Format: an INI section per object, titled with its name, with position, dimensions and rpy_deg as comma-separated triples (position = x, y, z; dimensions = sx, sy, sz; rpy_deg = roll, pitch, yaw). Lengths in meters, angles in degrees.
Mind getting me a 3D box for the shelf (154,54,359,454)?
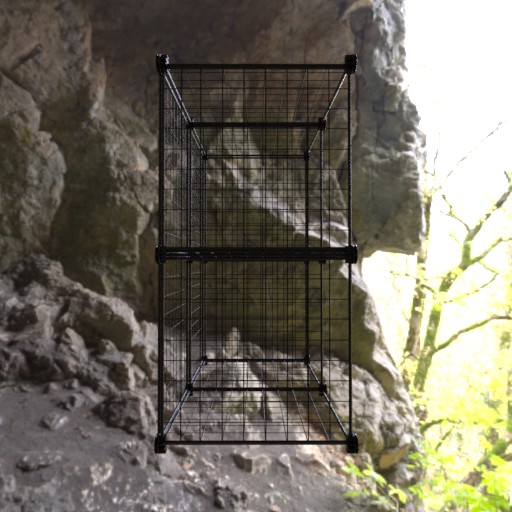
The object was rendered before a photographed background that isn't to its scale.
[shelf]
position = 0.000, 0.000, 1.130
dimensions = 0.356, 0.711, 0.711
rpy_deg = 0, -1, 0
